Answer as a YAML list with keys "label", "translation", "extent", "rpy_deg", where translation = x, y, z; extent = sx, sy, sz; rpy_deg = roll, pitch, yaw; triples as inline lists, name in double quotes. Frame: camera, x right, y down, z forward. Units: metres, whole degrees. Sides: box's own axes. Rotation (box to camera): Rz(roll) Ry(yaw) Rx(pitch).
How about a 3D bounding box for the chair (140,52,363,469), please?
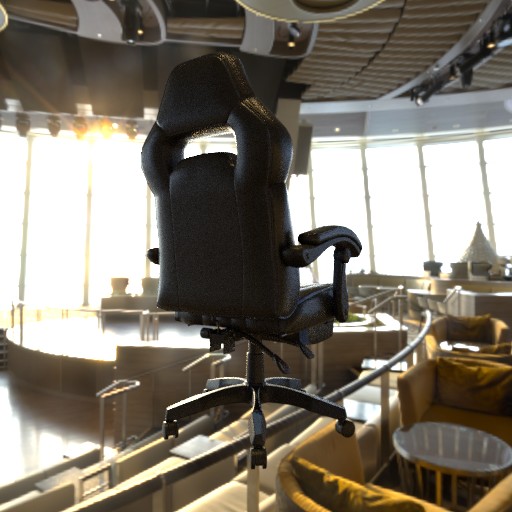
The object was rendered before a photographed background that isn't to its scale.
- label: "chair"
  translation: [0.000, 0.000, 1.679]
  extent: [0.700, 1.280, 0.700]
  rpy_deg: [0, 0, 35]
